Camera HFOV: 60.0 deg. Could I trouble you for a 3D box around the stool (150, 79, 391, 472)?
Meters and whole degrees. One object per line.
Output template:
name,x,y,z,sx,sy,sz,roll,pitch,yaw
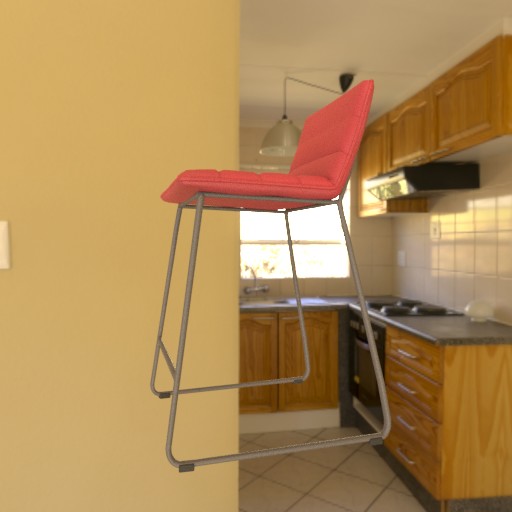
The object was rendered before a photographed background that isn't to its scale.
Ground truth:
stool,0.000,0.000,1.180,0.524,0.866,0.489,-1,2,-17
